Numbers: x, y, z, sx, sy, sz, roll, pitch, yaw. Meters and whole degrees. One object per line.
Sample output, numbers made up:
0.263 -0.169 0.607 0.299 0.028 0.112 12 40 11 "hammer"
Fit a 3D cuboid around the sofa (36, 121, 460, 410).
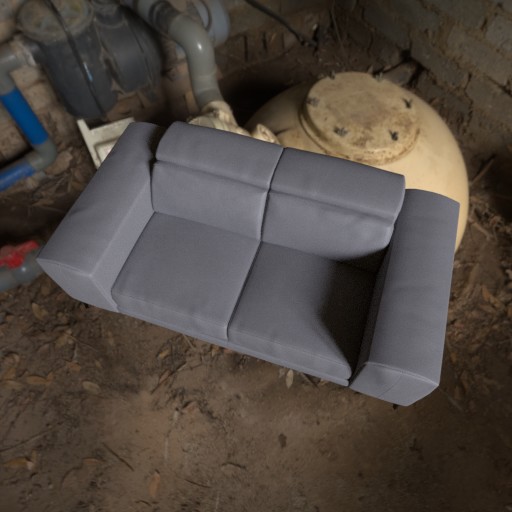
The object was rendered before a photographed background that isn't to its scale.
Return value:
0.000 0.000 2.361 1.895 0.779 1.003 16 60 10 "sofa"
